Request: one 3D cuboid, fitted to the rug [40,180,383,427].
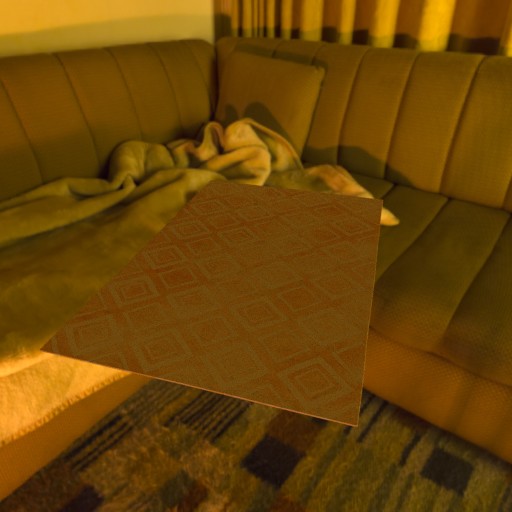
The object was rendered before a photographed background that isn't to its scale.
[{"bbox_3d":[0.000,0.000,2.310,1.213,0.010,1.829,9,32,14],"label":"rug"}]
